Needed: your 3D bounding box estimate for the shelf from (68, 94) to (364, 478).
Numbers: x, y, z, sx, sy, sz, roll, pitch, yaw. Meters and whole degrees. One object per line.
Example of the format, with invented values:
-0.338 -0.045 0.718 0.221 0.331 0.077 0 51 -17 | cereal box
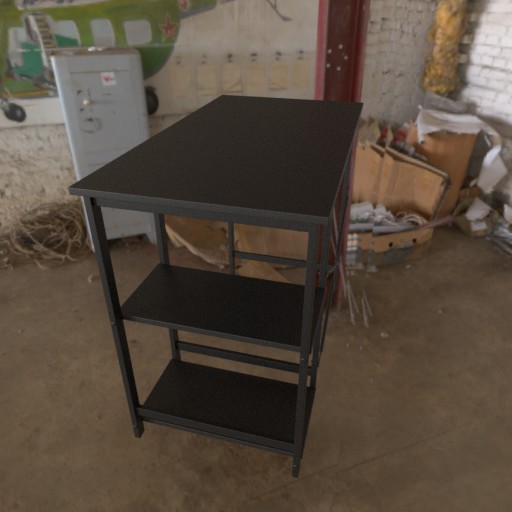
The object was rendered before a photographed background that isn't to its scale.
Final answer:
0.000 0.000 1.354 0.498 0.749 0.902 8 32 13 | shelf
